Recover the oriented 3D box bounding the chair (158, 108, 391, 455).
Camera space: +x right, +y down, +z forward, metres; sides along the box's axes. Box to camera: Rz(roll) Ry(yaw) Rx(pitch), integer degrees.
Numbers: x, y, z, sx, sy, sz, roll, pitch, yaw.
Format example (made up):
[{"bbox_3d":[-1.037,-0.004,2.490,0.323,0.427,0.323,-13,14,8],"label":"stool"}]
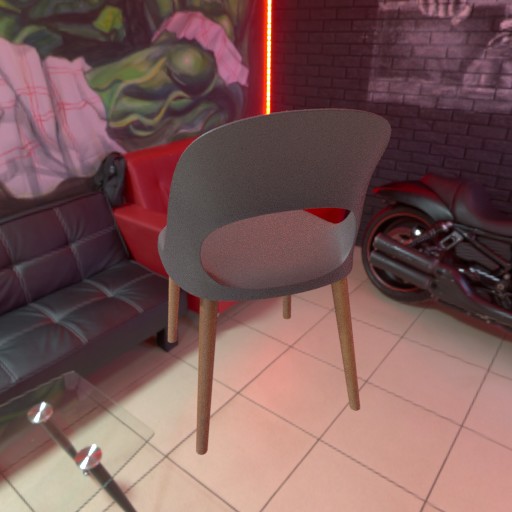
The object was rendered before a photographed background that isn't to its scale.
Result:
[{"bbox_3d":[0.000,0.000,1.138,0.470,0.795,0.556,-9,28,-17],"label":"chair"}]
